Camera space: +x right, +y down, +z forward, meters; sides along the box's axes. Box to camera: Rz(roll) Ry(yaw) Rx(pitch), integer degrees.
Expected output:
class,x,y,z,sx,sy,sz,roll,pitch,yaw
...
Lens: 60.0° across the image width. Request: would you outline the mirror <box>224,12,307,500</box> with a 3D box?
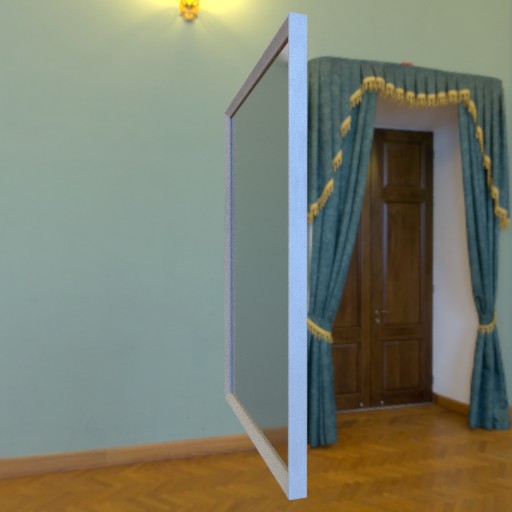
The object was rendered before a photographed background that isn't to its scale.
class,x,y,z,sx,sy,sz,roll,pitch,yaw
mirror,0.000,0.000,1.129,0.041,0.915,0.609,0,0,-15
